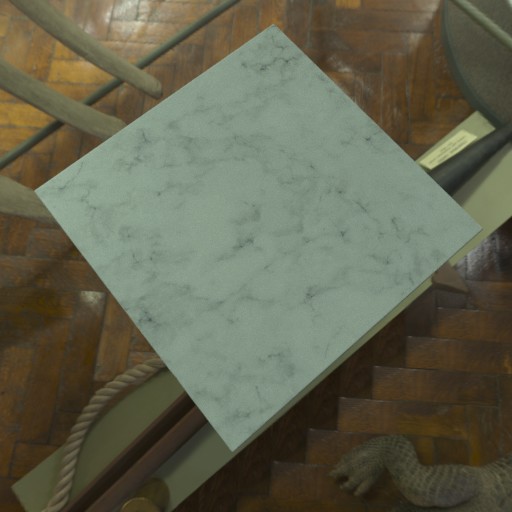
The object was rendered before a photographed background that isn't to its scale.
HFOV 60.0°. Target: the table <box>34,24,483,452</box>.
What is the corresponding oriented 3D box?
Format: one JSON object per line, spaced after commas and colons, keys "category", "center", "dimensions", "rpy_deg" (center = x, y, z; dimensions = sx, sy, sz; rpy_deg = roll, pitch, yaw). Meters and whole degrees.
{"category": "table", "center": [0.000, 0.000, 0.865], "dimensions": [0.450, 0.500, 0.450], "rpy_deg": [-39, 78, -10]}
